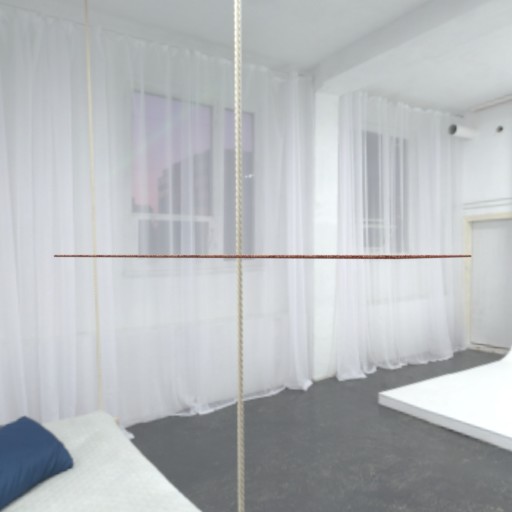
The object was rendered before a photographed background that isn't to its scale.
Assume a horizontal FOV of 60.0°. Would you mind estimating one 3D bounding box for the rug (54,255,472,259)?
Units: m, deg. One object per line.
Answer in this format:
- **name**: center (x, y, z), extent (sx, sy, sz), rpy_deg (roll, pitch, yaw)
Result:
- **rug**: center (0.000, 0.000, 3.040), extent (2.438, 0.015, 1.524), rpy_deg (0, 0, 36)
